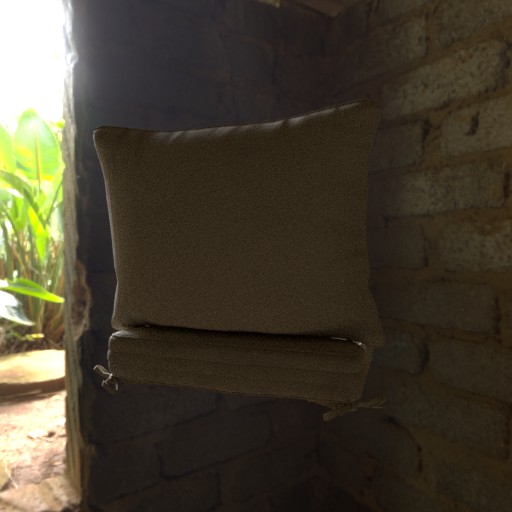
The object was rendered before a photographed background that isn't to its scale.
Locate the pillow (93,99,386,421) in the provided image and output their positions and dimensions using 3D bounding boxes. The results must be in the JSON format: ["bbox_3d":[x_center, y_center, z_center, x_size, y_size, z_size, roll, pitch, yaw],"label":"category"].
[{"bbox_3d":[0.000,0.000,1.371,0.798,0.716,0.733,0,1,19],"label":"pillow"}]
